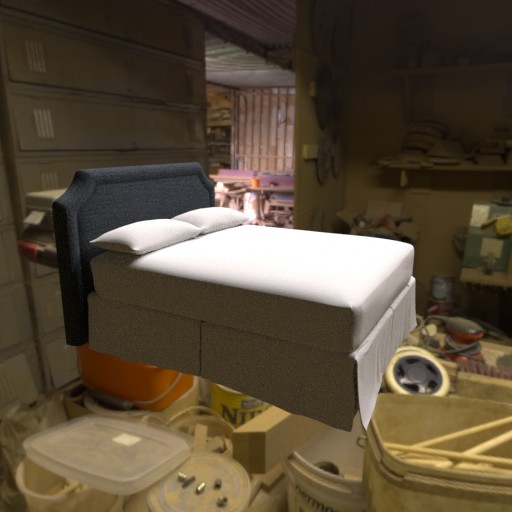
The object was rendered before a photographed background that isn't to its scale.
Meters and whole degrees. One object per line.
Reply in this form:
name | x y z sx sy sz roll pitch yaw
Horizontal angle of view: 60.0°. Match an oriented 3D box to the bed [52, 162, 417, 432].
bed | 0.000 0.000 3.356 2.208 1.297 1.828 8 16 28
